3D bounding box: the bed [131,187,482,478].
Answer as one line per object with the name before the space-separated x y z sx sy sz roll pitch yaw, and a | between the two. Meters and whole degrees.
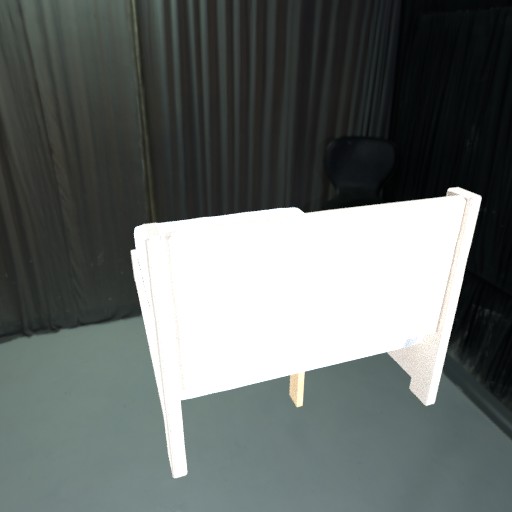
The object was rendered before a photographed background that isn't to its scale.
bed | 0.000 0.000 3.398 1.778 1.471 2.293 -8 27 -17
